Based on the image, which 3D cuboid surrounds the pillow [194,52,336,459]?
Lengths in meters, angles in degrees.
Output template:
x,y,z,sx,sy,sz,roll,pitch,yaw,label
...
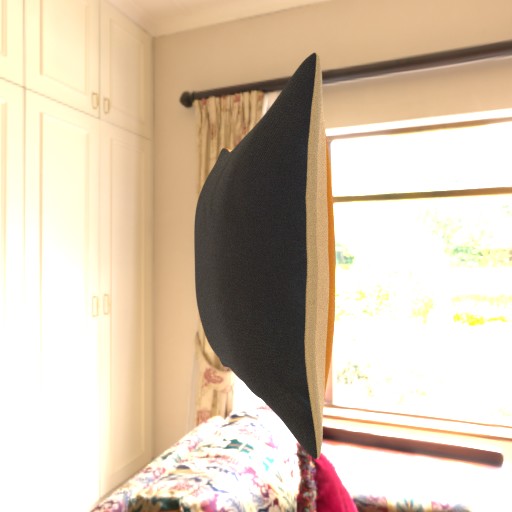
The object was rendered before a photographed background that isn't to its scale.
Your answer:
x,y,z,sx,sy,sz,roll,pitch,yaw,label
0.000,0.000,0.712,0.173,0.454,0.463,0,-1,-17,pillow
